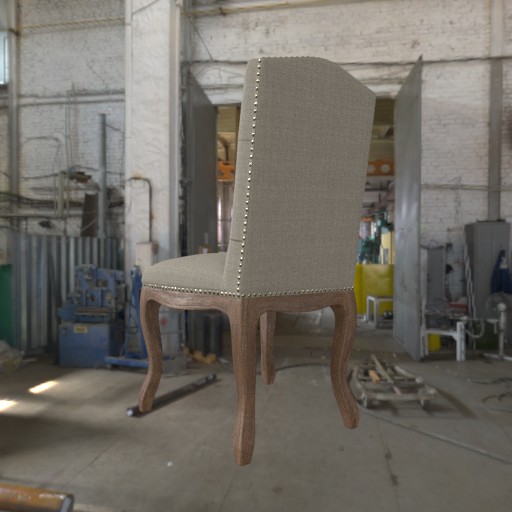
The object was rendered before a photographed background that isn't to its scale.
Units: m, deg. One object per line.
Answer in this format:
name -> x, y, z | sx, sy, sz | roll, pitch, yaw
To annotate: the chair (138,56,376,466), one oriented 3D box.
chair -> 0.000, 0.000, 1.614 | 0.637, 1.191, 0.731 | 0, 1, -36
